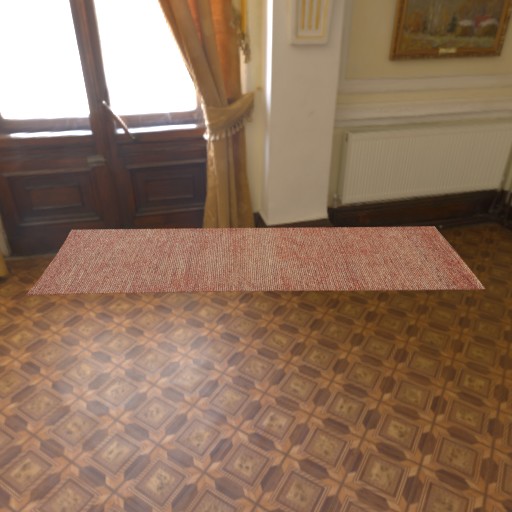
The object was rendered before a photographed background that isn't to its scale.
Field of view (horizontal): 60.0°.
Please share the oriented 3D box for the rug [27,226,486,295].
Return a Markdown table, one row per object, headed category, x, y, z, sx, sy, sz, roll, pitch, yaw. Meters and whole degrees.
| category | x | y | z | sx | sy | sz | roll | pitch | yaw |
| --- | --- | --- | --- | --- | --- | --- | --- | --- | --- |
| rug | 0.000 | 0.000 | 2.559 | 2.353 | 0.013 | 0.718 | -1 | 30 | -1 |
